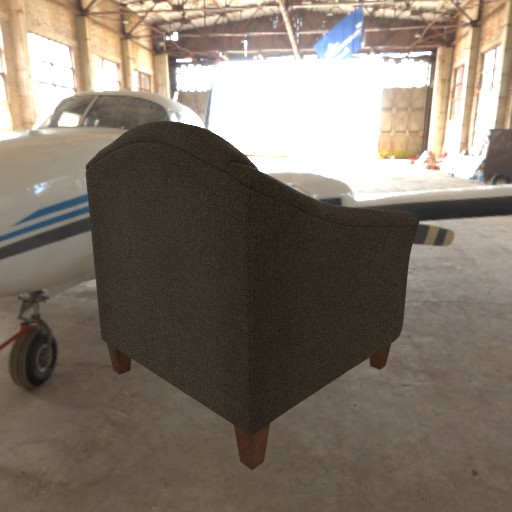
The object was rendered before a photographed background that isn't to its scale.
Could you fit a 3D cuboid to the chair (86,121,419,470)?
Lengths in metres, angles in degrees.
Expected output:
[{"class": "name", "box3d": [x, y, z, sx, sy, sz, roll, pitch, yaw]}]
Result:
[{"class": "chair", "box3d": [0.000, 0.000, 1.472, 0.763, 0.839, 0.787, 14, 20, 43]}]
